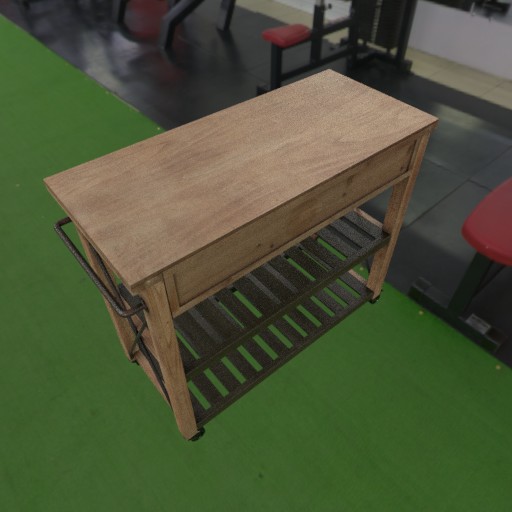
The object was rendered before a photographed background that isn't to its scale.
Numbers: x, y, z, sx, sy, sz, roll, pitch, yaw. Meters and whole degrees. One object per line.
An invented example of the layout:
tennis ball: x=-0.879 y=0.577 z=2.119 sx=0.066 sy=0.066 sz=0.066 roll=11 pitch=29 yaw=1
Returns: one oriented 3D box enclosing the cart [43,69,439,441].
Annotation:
cart: x=0.000 y=0.000 z=0.966 sx=0.686 sy=0.554 sz=0.298 roll=-31 pitch=53 yaw=-26
